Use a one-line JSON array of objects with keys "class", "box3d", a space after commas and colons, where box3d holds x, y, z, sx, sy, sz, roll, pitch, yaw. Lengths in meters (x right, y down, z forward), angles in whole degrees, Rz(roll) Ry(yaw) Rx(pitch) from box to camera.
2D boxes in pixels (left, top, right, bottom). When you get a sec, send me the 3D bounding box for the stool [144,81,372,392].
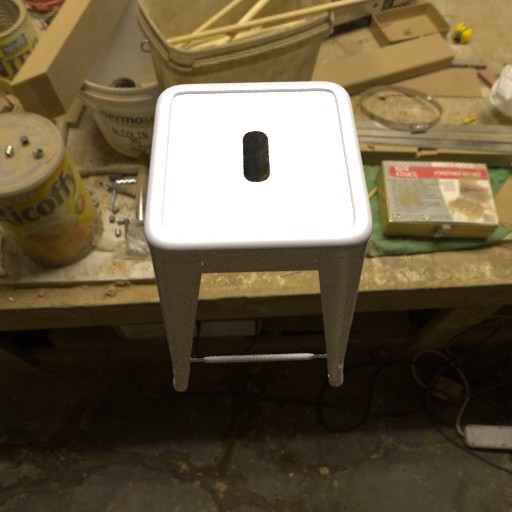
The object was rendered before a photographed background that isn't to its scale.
[{"class": "stool", "box3d": [0.000, 0.000, 0.883, 0.406, 0.610, 0.406, -2, 63, -1]}]
